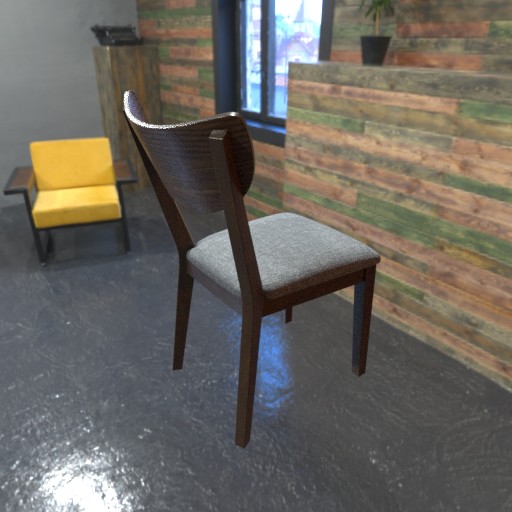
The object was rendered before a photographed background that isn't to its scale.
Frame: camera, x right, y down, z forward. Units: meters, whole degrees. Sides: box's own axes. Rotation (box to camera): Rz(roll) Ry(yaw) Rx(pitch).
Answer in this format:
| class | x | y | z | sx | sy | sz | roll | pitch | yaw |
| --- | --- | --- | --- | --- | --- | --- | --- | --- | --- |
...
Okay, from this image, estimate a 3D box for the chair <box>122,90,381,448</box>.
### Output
| class | x | y | z | sx | sy | sz | roll | pitch | yaw |
| --- | --- | --- | --- | --- | --- | --- | --- | --- | --- |
| chair | 0.000 | 0.000 | 1.219 | 0.583 | 0.849 | 0.491 | -18 | 31 | -32 |
